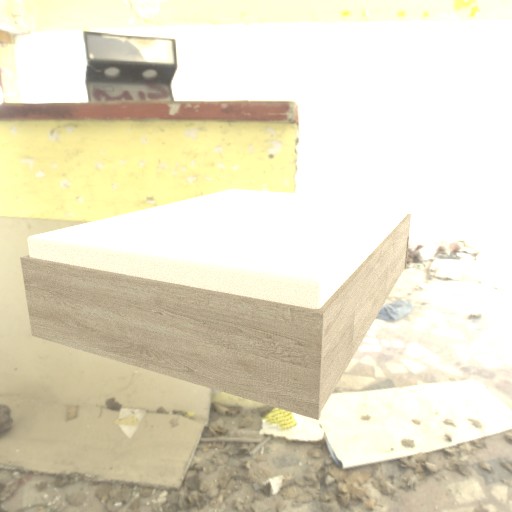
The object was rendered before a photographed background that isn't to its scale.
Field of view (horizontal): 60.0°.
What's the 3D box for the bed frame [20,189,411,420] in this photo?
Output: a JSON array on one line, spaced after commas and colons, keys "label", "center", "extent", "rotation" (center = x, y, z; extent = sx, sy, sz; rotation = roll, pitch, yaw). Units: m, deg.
[{"label": "bed frame", "center": [0.000, 0.000, 2.599], "extent": [1.448, 0.490, 1.944], "rotation": [8, 18, 25]}]
